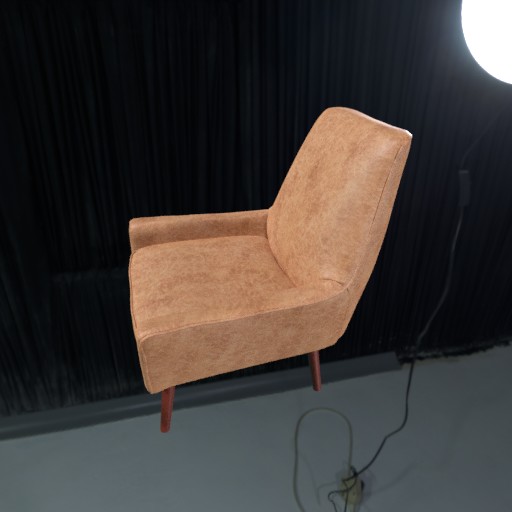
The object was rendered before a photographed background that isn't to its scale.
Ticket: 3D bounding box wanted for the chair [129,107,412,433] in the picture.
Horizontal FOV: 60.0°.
[{"bbox_3d":[0.000,0.000,1.510,0.851,0.883,0.753,-8,29,-14],"label":"chair"}]
